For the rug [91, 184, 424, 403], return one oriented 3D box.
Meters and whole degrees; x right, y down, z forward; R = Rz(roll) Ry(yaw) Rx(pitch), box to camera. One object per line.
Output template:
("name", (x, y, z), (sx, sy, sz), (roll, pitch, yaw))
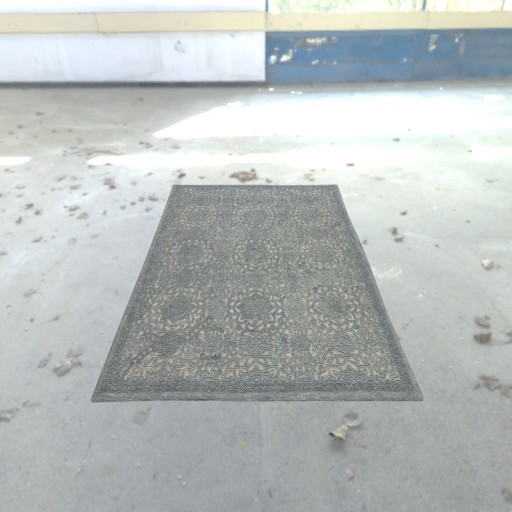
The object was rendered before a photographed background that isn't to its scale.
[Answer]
("rug", (0.000, 0.000, 3.084), (1.535, 0.022, 2.498), (0, 32, 0))
